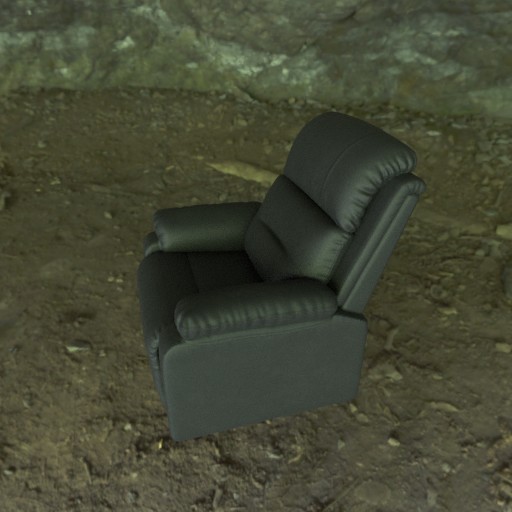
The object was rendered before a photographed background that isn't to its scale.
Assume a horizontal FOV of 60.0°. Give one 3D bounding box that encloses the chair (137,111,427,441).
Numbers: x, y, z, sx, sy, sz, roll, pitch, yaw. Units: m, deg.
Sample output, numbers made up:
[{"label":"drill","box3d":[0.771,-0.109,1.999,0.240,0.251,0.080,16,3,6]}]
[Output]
[{"label":"chair","box3d":[0.000,0.000,1.717,0.919,0.992,0.855,-8,31,-14]}]
